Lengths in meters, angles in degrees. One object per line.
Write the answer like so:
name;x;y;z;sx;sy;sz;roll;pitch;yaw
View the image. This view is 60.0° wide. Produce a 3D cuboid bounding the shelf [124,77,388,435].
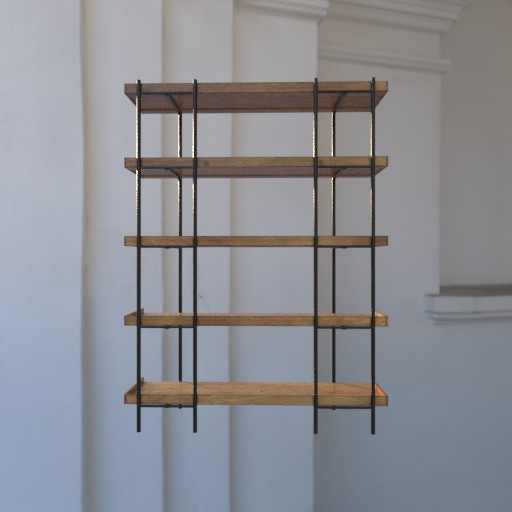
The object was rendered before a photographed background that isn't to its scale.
shelf;0.000;0.000;2.468;1.371;1.826;0.379;0;0;1
